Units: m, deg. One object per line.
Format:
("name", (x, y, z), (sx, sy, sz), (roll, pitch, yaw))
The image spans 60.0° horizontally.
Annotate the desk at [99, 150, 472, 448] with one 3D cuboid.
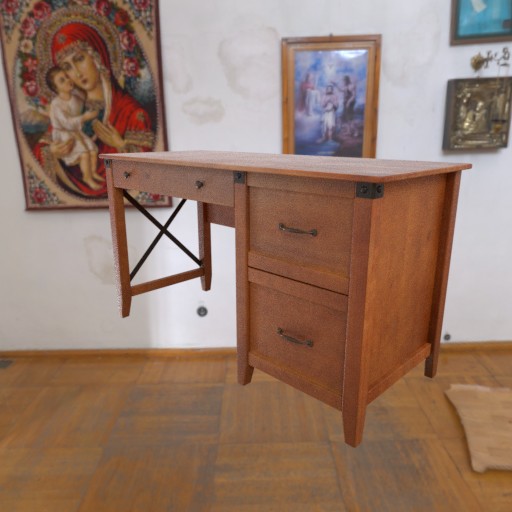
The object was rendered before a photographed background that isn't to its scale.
("desk", (0.000, 0.000, 1.751), (1.353, 0.756, 0.574), (15, 22, 42))
